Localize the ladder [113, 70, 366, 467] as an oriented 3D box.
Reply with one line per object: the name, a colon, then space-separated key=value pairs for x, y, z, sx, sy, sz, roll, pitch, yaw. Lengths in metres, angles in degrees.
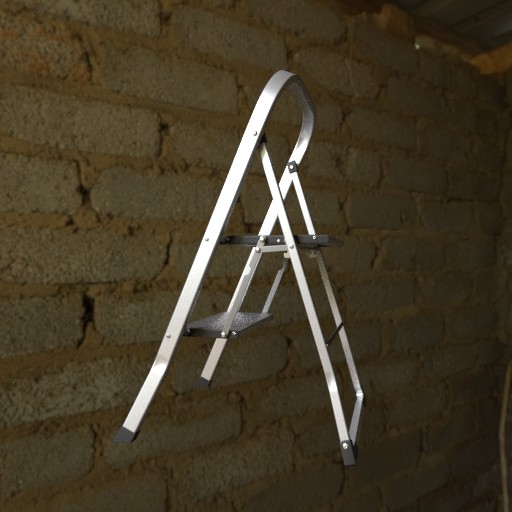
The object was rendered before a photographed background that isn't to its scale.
ladder: x=0.000 y=0.000 z=1.136 sx=0.530 sy=0.830 sz=0.465 roll=0 pitch=0 yaw=17
